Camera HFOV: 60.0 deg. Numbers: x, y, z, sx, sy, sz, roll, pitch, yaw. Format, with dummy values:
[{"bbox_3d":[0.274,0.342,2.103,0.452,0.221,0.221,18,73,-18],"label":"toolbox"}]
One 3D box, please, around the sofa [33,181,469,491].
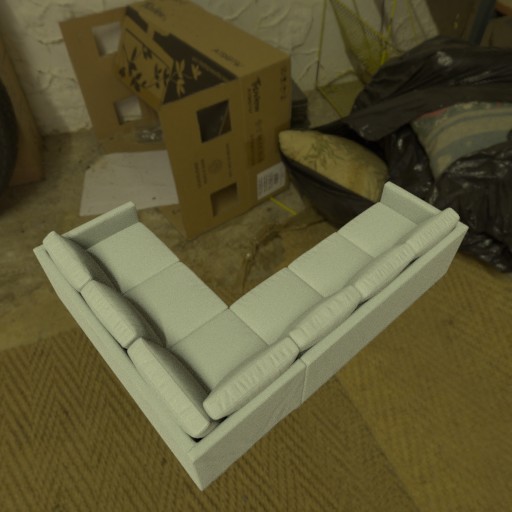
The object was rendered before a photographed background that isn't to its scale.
[{"bbox_3d":[0.000,0.000,4.219,3.182,0.871,2.432,-33,56,-26],"label":"sofa"}]
